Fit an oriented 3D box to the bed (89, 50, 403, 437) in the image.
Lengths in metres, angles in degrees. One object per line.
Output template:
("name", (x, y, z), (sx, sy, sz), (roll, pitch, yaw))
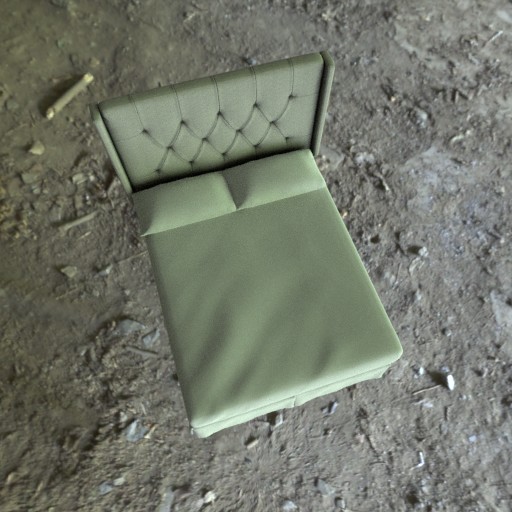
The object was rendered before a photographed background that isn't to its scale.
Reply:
("bed", (0.000, 0.000, 3.334), (1.719, 1.665, 2.066), (-16, 65, -8))
